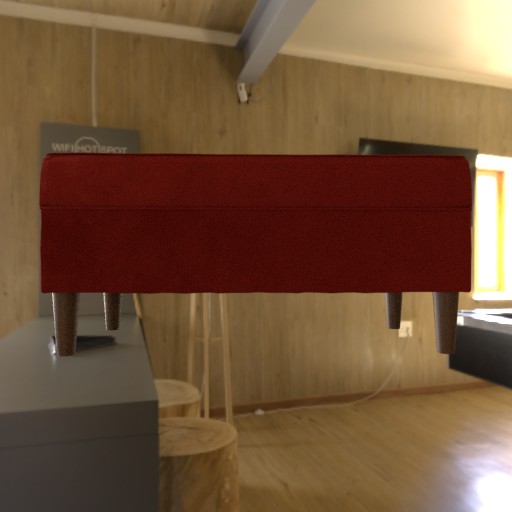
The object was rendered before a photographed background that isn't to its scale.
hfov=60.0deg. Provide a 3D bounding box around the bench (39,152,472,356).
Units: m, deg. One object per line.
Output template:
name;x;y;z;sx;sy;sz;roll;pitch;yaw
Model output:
bench;0.000;0.000;1.254;1.016;0.471;0.492;0;0;-2
